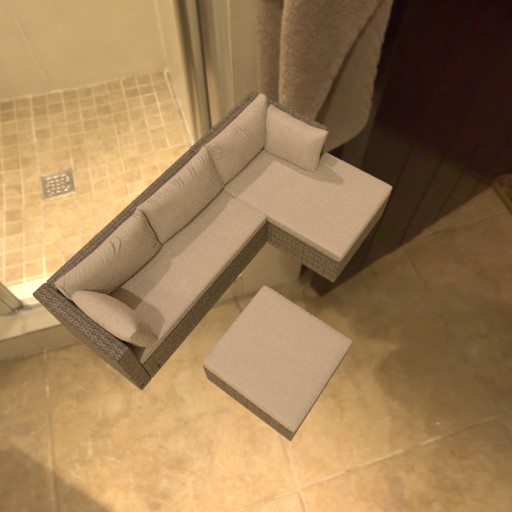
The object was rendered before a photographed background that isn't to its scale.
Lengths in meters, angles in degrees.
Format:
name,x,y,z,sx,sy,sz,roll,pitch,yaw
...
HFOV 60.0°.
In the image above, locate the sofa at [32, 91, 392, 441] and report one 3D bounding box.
name,x,y,z,sx,sy,sz,roll,pitch,yaw
sofa,0.000,0.000,3.001,1.662,0.766,2.192,32,64,17
